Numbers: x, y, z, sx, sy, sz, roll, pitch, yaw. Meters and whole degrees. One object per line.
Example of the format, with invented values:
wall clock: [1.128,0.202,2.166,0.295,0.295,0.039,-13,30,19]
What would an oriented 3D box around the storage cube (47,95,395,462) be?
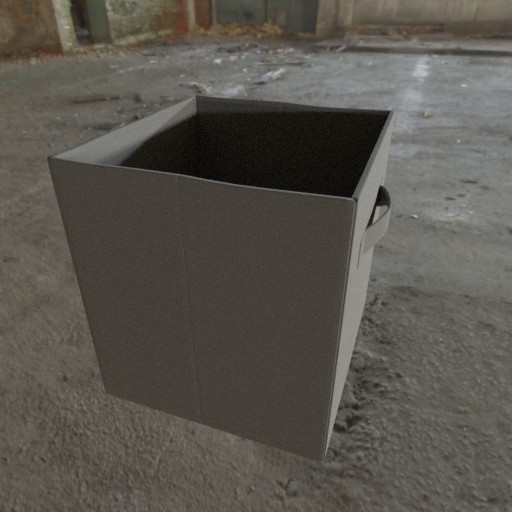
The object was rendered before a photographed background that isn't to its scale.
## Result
storage cube: [0.000,0.000,0.497,0.270,0.280,0.270,11,33,17]
